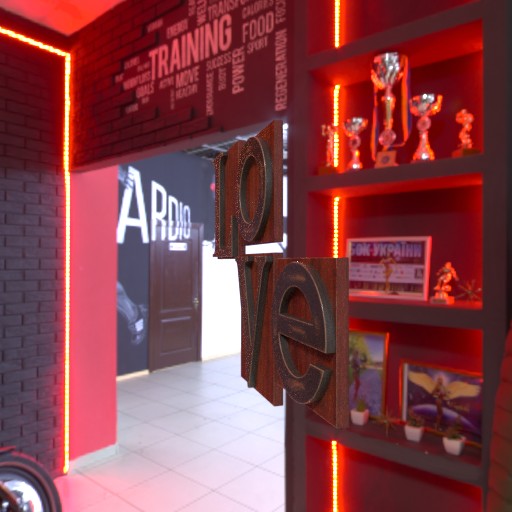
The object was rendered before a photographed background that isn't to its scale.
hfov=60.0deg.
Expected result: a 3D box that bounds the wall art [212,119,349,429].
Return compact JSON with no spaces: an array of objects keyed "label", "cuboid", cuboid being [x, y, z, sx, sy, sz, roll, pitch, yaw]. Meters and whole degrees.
[{"label":"wall art","cuboid":[0.000,0.000,0.828,0.030,0.497,0.635,0,-1,-18]}]
